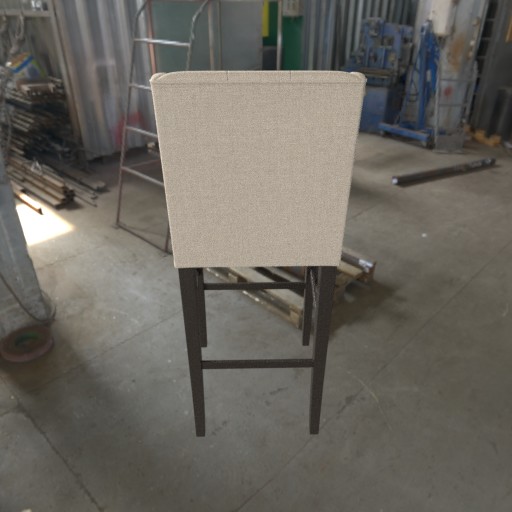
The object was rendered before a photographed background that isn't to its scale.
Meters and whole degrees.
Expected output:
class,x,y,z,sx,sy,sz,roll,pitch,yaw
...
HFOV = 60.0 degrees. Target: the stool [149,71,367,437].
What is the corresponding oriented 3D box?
class,x,y,z,sx,sy,sz,roll,pitch,yaw
stool,0.000,0.000,1.361,0.474,1.116,0.509,-1,30,-1
